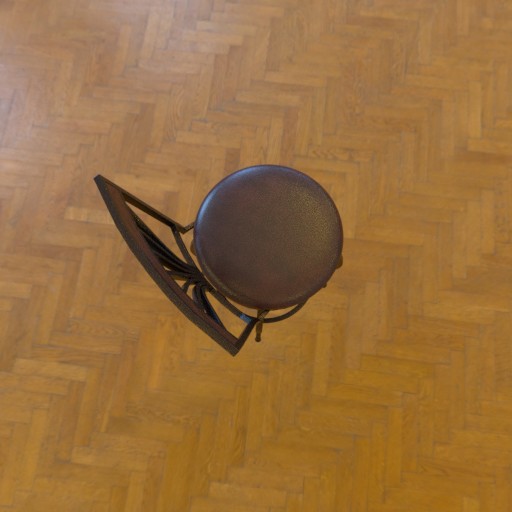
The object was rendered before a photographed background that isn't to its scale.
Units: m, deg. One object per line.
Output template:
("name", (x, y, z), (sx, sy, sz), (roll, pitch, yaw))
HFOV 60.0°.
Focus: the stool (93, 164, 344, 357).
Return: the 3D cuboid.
("stool", (0.000, 0.000, 1.388), (0.514, 1.117, 0.433), (-39, 80, -8))
